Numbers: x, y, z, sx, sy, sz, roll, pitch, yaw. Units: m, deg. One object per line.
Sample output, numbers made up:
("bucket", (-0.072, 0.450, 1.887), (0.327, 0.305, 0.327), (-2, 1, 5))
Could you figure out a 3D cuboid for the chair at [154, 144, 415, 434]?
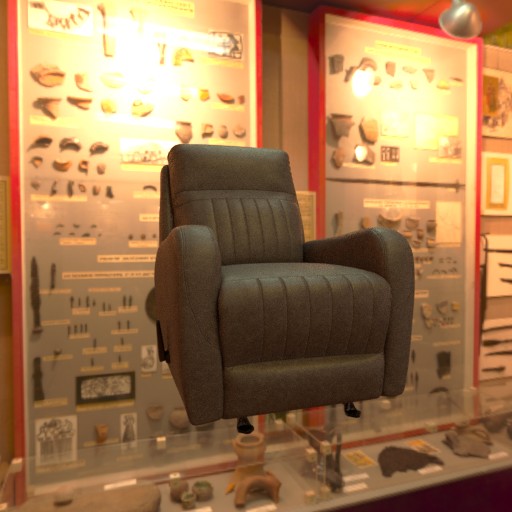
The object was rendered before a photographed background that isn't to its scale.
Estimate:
("chair", (0.000, 0.000, 1.836), (0.865, 1.067, 1.067), (-1, 2, -19))
